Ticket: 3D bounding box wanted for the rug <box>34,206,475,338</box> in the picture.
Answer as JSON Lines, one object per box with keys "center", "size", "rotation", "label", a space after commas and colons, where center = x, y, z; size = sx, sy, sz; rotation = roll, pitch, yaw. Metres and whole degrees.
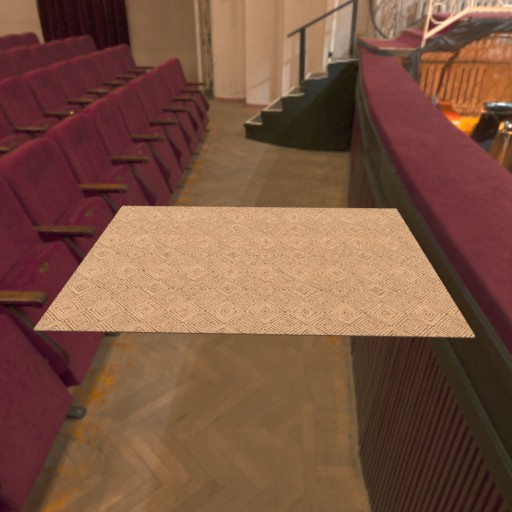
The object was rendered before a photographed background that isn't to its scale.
{"center": [0.000, 0.000, 2.931], "size": [2.238, 0.008, 1.593], "rotation": [1, 30, 1], "label": "rug"}
